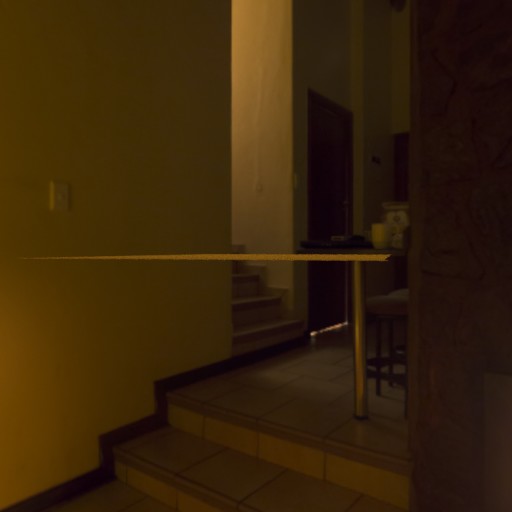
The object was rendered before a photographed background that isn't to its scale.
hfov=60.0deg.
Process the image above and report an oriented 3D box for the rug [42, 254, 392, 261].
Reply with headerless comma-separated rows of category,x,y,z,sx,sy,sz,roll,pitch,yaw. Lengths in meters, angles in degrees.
rug,0.000,0.000,4.182,2.439,0.005,3.201,0,1,17
